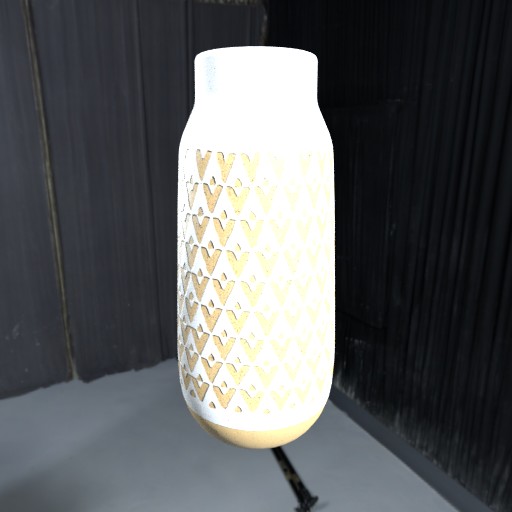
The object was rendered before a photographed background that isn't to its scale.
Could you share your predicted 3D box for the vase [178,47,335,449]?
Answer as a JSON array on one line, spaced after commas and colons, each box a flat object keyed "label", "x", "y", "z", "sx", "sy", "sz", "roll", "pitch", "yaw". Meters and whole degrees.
[{"label": "vase", "x": 0.000, "y": 0.000, "z": 0.371, "sx": 0.137, "sy": 0.307, "sz": 0.137, "roll": 0, "pitch": 16, "yaw": 0}]
